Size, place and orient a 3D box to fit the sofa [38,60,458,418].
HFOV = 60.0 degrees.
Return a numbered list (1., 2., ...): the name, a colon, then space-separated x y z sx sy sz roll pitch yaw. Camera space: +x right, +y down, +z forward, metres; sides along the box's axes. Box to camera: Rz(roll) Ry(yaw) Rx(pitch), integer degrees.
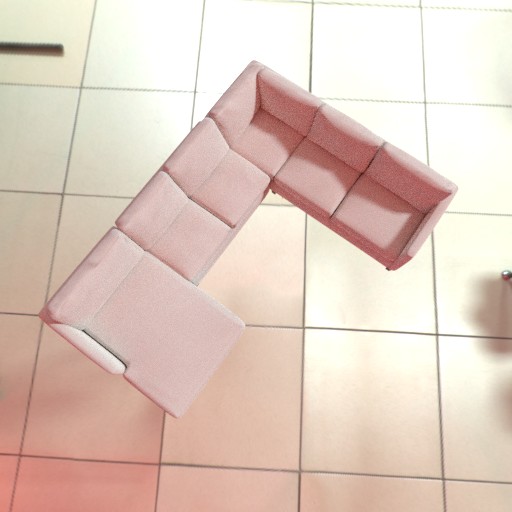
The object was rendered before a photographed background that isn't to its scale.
1. sofa: 0.000 0.000 4.501 2.593 0.956 3.459 35 79 8
